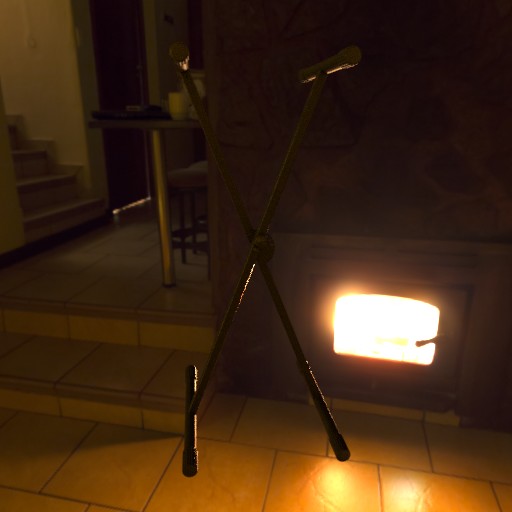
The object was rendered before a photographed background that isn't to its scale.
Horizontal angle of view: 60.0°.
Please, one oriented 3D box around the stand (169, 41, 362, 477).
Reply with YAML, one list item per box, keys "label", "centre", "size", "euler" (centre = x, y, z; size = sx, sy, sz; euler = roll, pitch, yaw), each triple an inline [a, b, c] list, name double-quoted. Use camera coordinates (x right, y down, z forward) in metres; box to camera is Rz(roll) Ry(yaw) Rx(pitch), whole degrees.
- label: "stand"
  centre: [0.000, 0.000, 1.143]
  size: [0.409, 0.940, 0.449]
  euler: [-2, 17, -7]
